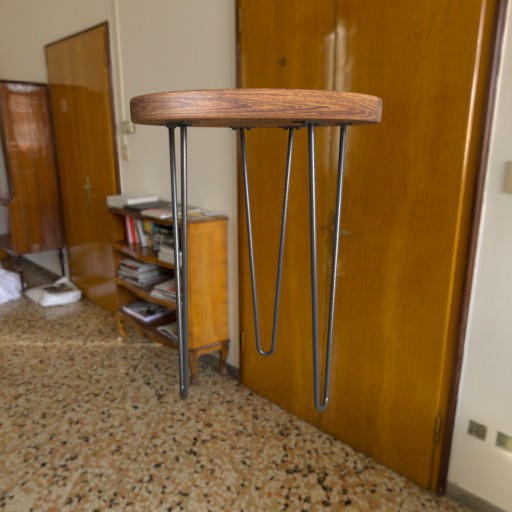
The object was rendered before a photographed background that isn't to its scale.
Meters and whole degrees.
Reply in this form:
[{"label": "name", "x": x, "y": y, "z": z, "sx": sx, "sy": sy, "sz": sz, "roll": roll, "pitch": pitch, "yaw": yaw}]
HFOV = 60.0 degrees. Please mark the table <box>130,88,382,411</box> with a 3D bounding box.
[{"label": "table", "x": 0.000, "y": 0.000, "z": 0.791, "sx": 0.400, "sy": 0.520, "sz": 0.400, "roll": 0, "pitch": 15, "yaw": 0}]
